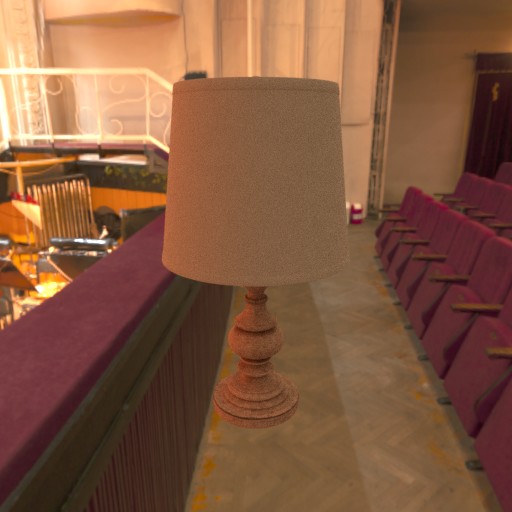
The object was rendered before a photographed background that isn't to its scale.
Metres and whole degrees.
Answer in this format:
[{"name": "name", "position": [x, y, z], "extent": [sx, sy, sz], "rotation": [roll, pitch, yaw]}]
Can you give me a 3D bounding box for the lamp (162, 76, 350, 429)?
[{"name": "lamp", "position": [0.000, 0.000, 0.657], "extent": [0.273, 0.497, 0.273], "rotation": [0, 16, 0]}]
